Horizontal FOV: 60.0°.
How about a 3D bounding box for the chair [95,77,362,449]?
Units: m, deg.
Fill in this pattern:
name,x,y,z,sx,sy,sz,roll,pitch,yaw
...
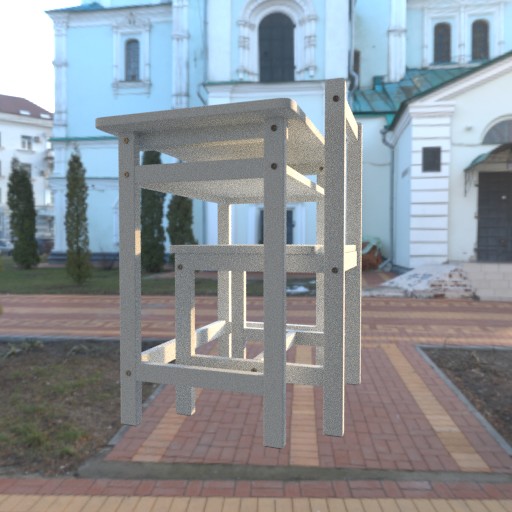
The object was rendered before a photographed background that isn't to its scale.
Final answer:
name,x,y,z,sx,sy,sz,roll,pitch,yaw
chair,0.000,0.000,1.061,0.461,0.673,0.599,1,2,19
